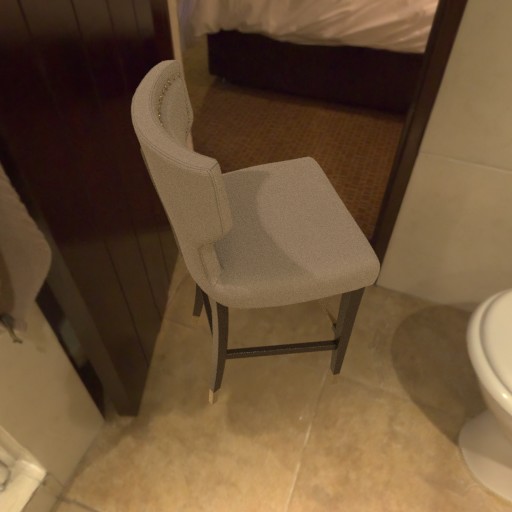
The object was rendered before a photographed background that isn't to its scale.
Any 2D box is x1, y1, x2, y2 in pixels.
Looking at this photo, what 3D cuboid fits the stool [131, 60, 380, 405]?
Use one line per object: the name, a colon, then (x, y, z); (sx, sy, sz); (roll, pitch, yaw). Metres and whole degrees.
stool: (0.000, 0.000, 1.406); (0.563, 1.092, 0.526); (-12, 49, -11)
